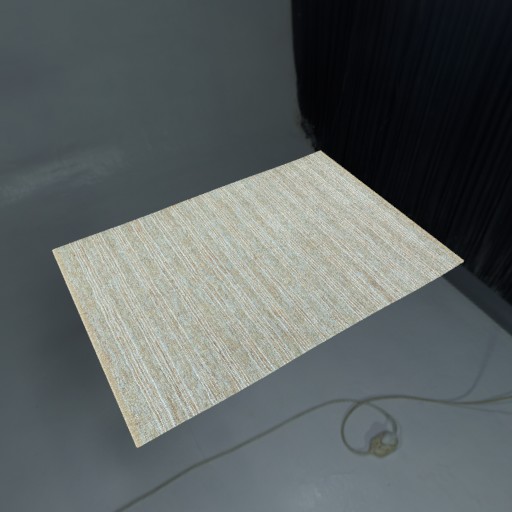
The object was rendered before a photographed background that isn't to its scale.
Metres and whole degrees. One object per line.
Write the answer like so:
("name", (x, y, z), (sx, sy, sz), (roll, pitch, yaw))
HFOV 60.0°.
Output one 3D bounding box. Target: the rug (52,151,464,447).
("rug", (0.000, 0.000, 2.367), (1.824, 0.010, 1.240), (-24, 51, -22))
